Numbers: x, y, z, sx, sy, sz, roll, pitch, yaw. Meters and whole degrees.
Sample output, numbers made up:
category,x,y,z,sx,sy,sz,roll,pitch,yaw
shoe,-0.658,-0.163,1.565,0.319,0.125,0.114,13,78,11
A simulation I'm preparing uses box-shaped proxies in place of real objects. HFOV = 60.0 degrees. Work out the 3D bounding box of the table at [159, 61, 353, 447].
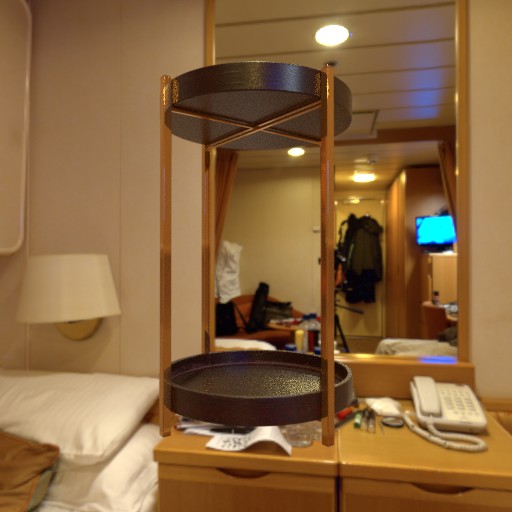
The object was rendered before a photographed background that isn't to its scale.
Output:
category,x,y,z,sx,sy,sz,roll,pitch,yaw
table,0.000,0.000,0.870,0.400,0.610,0.400,0,-1,-37
